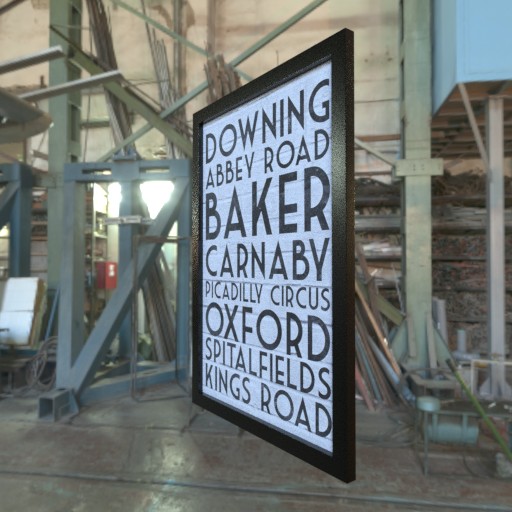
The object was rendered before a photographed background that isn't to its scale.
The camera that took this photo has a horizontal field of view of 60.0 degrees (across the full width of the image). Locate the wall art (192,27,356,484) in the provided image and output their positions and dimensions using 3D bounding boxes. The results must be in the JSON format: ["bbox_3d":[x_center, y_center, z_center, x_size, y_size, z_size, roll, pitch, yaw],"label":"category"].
[{"bbox_3d":[0.000,0.000,0.828,0.019,0.656,0.462,1,-1,-36],"label":"wall art"}]
